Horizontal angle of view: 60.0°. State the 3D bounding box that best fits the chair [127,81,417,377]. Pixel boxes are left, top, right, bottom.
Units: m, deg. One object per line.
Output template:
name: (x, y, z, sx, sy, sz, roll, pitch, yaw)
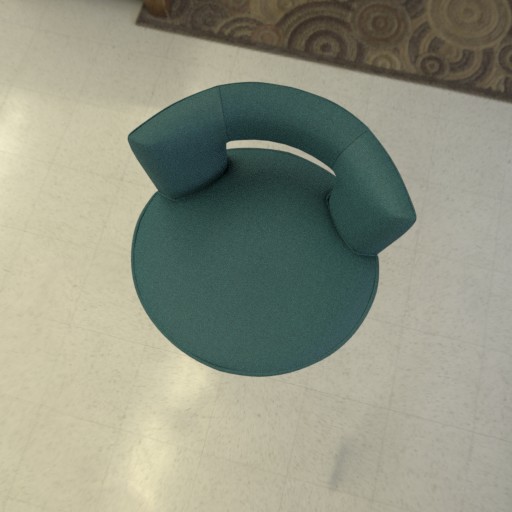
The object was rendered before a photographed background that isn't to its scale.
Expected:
chair: (0.000, 0.000, 1.256, 0.684, 0.711, 0.660, 17, 77, 4)
